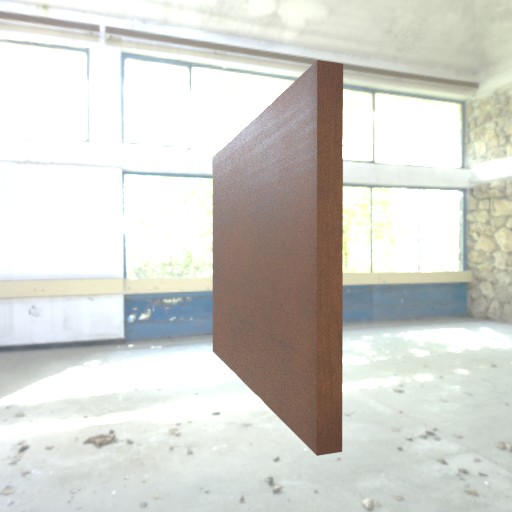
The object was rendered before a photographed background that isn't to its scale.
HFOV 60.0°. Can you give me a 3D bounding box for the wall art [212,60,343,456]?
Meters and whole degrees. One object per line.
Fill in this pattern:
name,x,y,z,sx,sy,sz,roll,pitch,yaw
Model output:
wall art,0.000,0.000,0.782,0.033,0.457,0.558,0,1,-18
